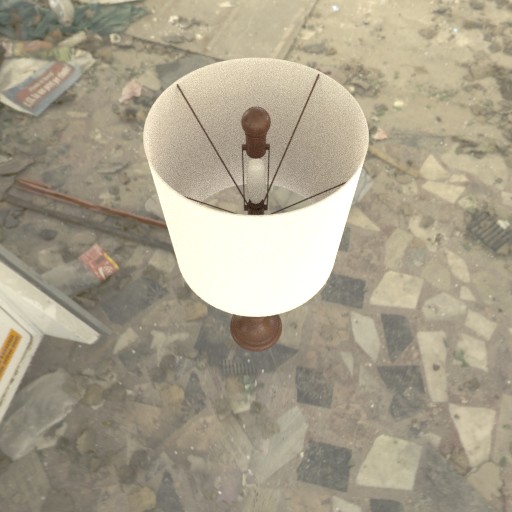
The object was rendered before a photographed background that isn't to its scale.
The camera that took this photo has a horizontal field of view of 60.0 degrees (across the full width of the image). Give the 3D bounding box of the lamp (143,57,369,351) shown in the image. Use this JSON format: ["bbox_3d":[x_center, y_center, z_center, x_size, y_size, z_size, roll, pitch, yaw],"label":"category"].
[{"bbox_3d":[0.000,0.000,0.730,0.250,0.597,0.250,34,64,19],"label":"lamp"}]
